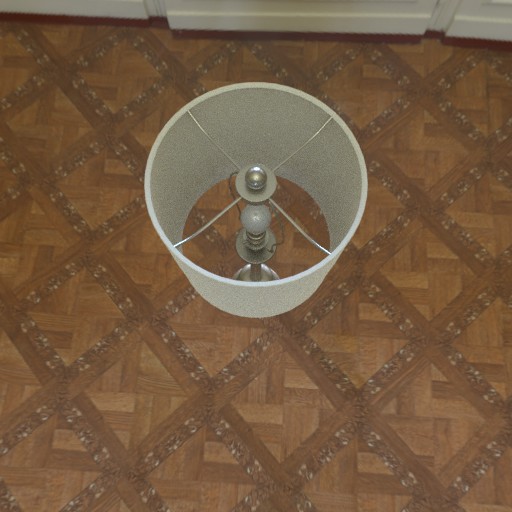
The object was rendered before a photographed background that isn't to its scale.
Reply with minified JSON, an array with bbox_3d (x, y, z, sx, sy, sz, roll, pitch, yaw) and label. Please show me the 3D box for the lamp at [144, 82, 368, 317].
[{"bbox_3d":[0.000,0.000,0.823,0.254,0.690,0.254,-41,78,-10],"label":"lamp"}]
